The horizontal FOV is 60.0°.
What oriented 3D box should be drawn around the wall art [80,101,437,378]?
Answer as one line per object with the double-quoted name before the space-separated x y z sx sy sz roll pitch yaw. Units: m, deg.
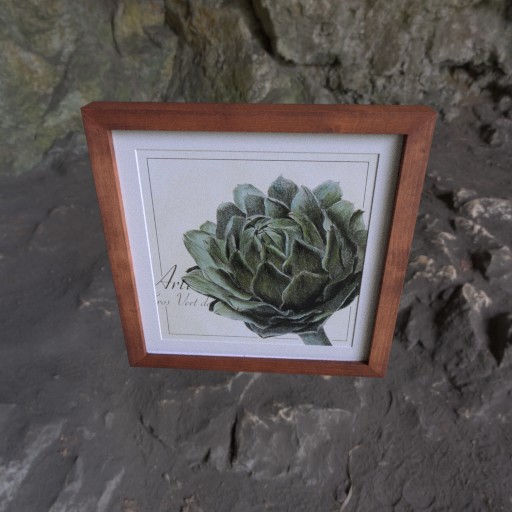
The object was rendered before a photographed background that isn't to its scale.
"wall art" 0.000 0.000 0.591 0.386 0.385 0.038 2 30 3
